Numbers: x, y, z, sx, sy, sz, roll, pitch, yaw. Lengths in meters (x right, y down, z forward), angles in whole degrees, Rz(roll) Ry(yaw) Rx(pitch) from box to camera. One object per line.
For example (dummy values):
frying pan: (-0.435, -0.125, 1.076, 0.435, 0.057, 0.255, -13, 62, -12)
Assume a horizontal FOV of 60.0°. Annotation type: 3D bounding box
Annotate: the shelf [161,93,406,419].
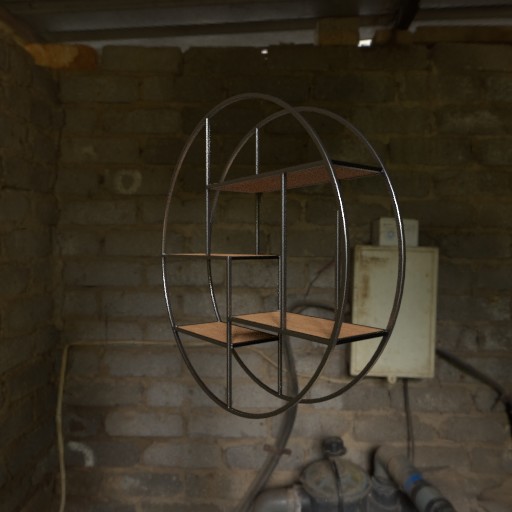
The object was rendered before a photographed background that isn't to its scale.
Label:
shelf: (0.000, 0.000, 1.316, 0.202, 0.888, 0.888, -1, 2, -37)
